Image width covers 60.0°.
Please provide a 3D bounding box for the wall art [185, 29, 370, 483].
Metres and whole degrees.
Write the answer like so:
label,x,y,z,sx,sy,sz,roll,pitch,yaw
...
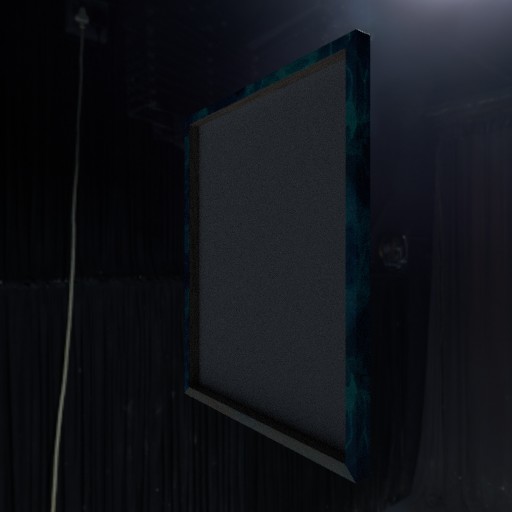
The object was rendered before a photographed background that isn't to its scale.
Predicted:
label,x,y,z,sx,sy,sz,roll,pitch,yaw
wall art,0.000,0.000,0.996,0.038,0.760,0.609,0,0,-37
